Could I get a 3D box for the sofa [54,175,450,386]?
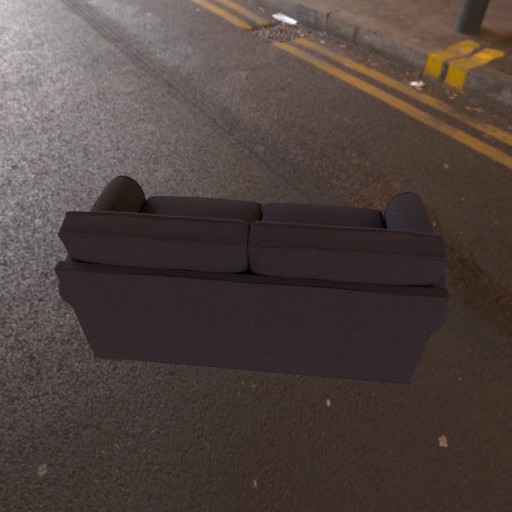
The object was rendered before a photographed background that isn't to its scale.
[{"bbox_3d":[0.000,0.000,2.525,2.009,1.031,0.951,4,46,4],"label":"sofa"}]
